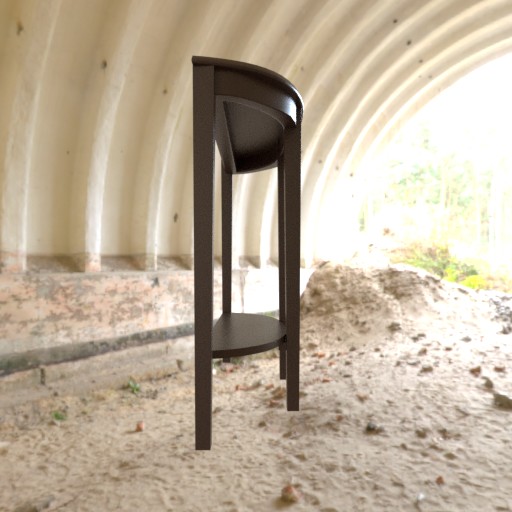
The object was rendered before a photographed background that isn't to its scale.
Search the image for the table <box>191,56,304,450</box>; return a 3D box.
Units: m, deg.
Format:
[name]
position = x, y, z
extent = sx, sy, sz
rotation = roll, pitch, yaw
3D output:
[table]
position = 0.000, 0.000, 1.368
extent = 0.274, 0.831, 0.909
rotation = 0, -1, 0
